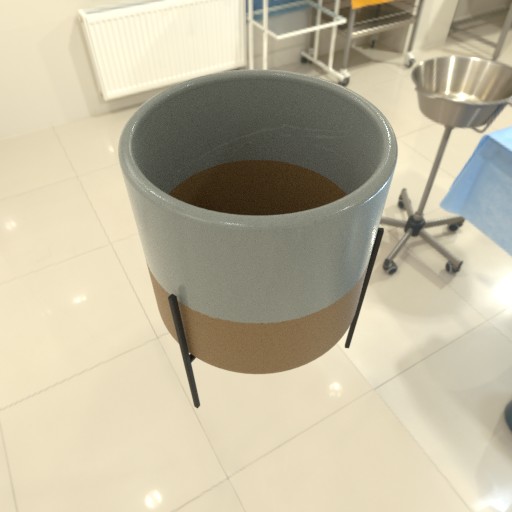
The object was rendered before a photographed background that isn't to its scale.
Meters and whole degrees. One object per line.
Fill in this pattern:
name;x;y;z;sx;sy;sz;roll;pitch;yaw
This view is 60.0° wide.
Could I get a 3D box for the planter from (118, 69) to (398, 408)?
planter;0.000;0.000;0.733;0.348;0.480;0.360;-18;50;-15
